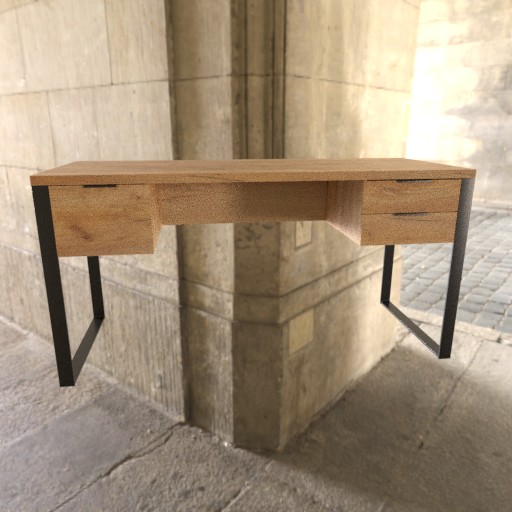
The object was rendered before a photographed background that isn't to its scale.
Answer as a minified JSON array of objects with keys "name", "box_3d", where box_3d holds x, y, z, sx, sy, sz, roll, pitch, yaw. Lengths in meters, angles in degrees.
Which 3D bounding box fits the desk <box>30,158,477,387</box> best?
[{"name":"desk","box_3d":[0.000,0.000,1.881,1.520,0.760,0.600,-2,17,-8]}]
